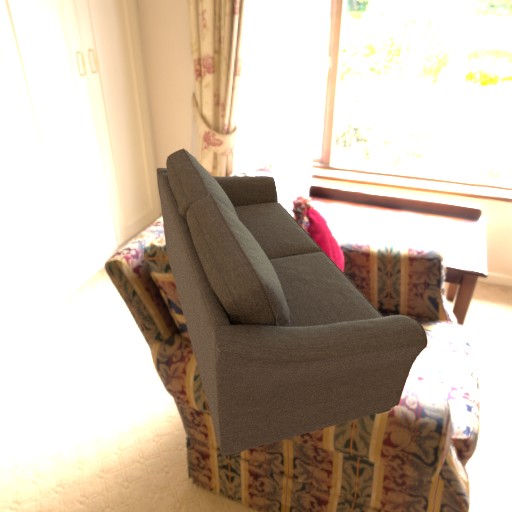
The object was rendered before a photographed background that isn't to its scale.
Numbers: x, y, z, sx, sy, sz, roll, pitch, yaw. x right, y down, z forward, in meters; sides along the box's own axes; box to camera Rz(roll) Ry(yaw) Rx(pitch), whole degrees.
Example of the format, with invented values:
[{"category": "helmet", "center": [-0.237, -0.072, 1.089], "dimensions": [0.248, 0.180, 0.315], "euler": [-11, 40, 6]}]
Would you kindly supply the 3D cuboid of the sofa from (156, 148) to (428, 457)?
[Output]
[{"category": "sofa", "center": [0.000, 0.000, 2.817], "dimensions": [0.971, 0.950, 2.270], "euler": [-9, 31, -15]}]
